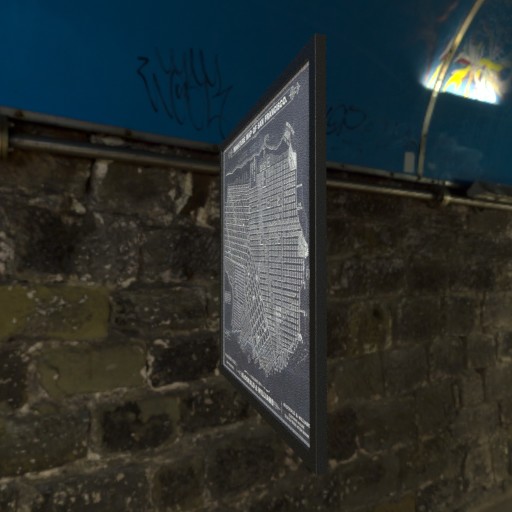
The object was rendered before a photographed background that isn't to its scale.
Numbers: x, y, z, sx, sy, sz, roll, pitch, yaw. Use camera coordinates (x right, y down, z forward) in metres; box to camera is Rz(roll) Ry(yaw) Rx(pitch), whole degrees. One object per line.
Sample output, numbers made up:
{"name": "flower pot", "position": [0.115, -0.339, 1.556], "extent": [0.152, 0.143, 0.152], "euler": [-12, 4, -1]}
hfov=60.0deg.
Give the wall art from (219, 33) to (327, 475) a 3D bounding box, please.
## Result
{"name": "wall art", "position": [0.000, 0.000, 1.197], "extent": [0.022, 0.807, 0.807], "euler": [0, -1, -17]}
